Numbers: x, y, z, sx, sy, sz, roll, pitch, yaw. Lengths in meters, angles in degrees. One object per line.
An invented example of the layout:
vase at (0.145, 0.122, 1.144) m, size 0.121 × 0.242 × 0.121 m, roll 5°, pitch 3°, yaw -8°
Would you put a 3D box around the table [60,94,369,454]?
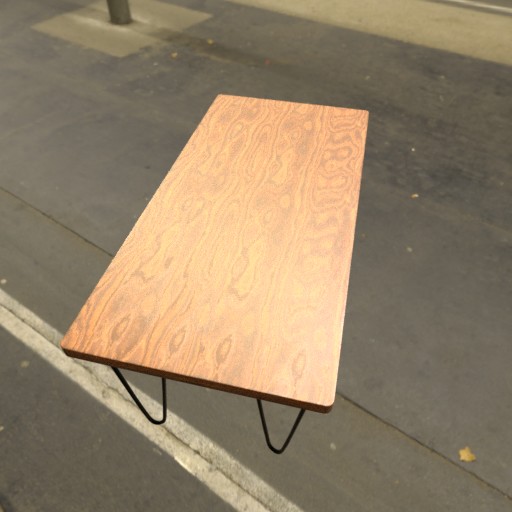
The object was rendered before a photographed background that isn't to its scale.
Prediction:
table at (0.000, 0.000, 2.221) m, size 0.883 × 0.753 × 1.791 m, roll 10°, pitch 47°, yaw 9°
